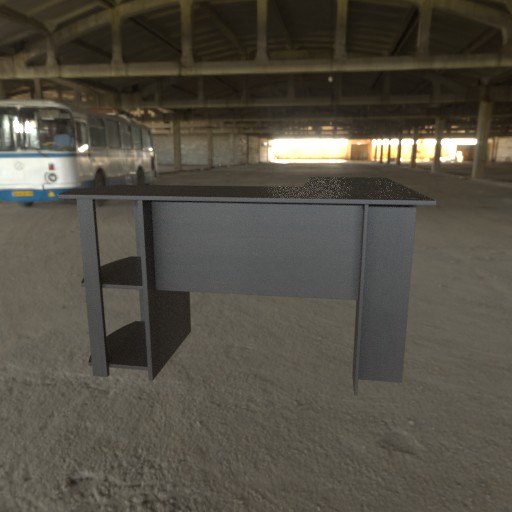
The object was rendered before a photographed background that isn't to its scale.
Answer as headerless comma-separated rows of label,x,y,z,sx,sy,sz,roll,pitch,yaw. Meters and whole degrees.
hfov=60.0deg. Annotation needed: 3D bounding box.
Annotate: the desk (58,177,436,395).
desk,0.000,0.000,2.206,1.361,0.716,1.303,2,13,9
